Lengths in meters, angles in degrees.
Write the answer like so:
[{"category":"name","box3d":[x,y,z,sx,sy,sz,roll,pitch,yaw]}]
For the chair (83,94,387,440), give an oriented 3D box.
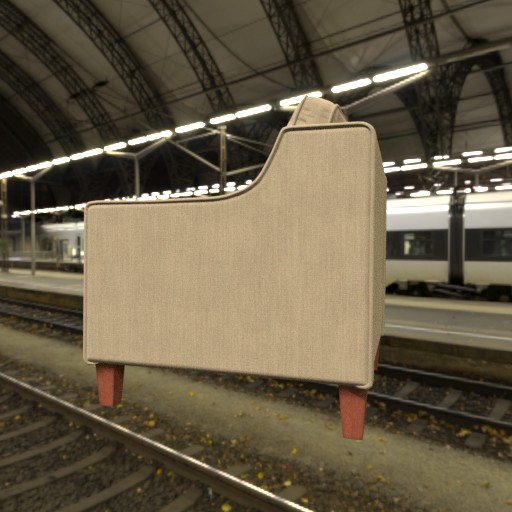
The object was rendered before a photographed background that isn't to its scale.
[{"category":"chair","box3d":[0.000,0.000,1.653,0.909,0.960,0.831,0,1,18]}]
